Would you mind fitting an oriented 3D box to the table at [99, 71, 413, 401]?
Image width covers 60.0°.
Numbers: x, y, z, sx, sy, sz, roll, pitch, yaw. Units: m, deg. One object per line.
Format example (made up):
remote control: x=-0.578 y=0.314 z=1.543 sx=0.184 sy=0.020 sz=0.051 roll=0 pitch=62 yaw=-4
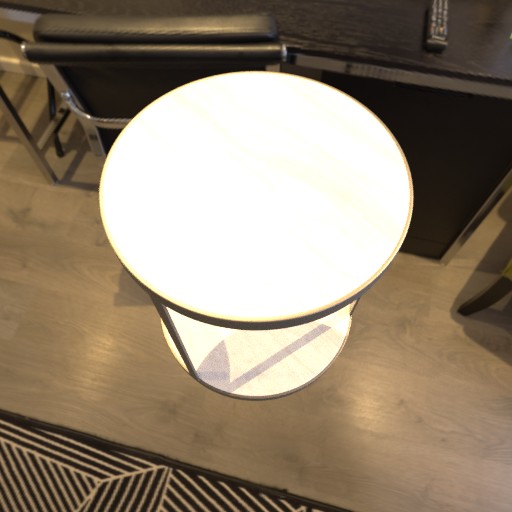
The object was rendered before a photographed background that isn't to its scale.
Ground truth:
table: x=0.000 y=0.000 z=0.844 sx=0.445 sy=0.479 sz=0.445 roll=0 pitch=61 yaw=0
